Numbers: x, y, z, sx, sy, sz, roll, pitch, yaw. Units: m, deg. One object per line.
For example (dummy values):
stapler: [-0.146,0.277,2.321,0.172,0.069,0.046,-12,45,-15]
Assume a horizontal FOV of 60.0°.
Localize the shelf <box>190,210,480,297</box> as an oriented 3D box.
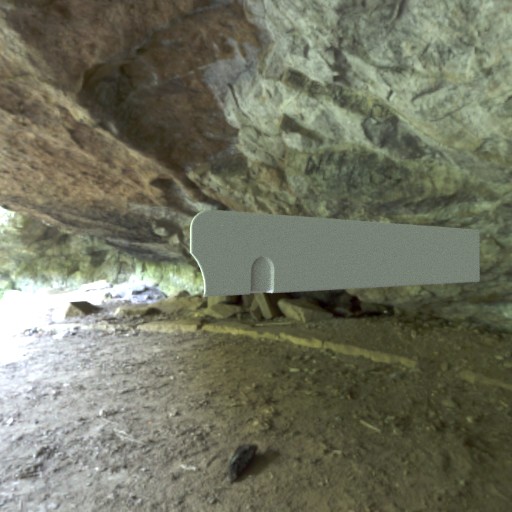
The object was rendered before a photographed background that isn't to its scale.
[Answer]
shelf: [0.000,0.000,0.461,0.310,0.050,0.310,0,-1,-36]
